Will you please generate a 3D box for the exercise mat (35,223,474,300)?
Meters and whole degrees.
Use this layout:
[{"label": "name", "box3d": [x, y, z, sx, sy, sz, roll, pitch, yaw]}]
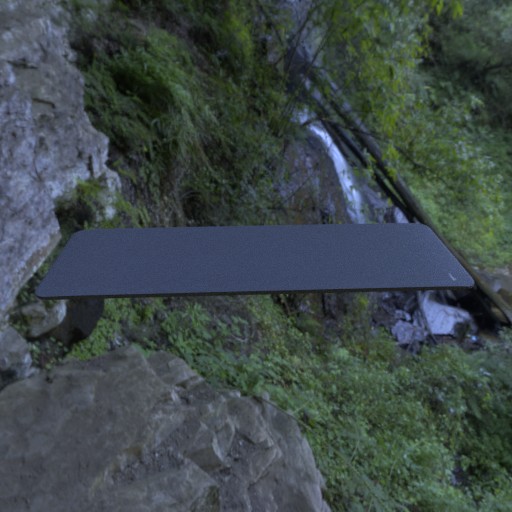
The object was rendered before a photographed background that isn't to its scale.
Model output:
[{"label": "exercise mat", "box3d": [0.000, 0.000, 2.114, 1.884, 0.021, 0.616, -1, 30, -2]}]
